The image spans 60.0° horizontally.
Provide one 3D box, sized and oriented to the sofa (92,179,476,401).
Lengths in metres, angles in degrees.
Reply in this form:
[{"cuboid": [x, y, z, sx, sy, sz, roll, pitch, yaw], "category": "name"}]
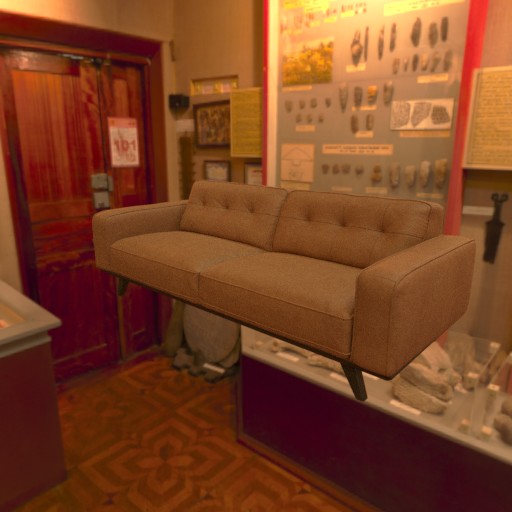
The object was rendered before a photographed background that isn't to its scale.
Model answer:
[{"cuboid": [0.000, 0.000, 2.716, 2.270, 0.780, 0.953, 13, 20, 41], "category": "sofa"}]
